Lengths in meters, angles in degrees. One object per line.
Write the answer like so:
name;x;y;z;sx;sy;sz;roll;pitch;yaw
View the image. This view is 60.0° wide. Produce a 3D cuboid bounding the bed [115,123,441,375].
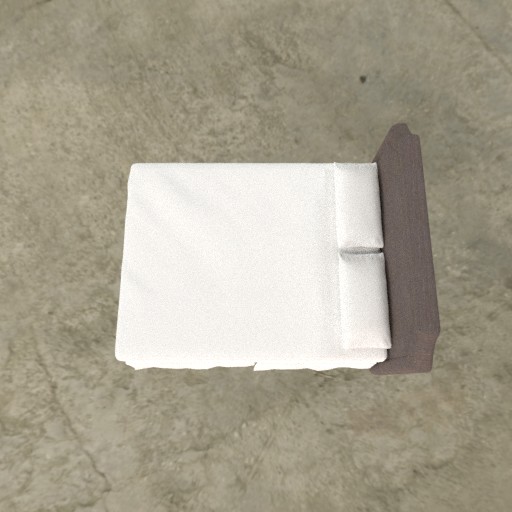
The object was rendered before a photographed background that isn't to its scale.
bed;0.000;0.000;3.284;2.116;1.290;1.693;0;74;0
